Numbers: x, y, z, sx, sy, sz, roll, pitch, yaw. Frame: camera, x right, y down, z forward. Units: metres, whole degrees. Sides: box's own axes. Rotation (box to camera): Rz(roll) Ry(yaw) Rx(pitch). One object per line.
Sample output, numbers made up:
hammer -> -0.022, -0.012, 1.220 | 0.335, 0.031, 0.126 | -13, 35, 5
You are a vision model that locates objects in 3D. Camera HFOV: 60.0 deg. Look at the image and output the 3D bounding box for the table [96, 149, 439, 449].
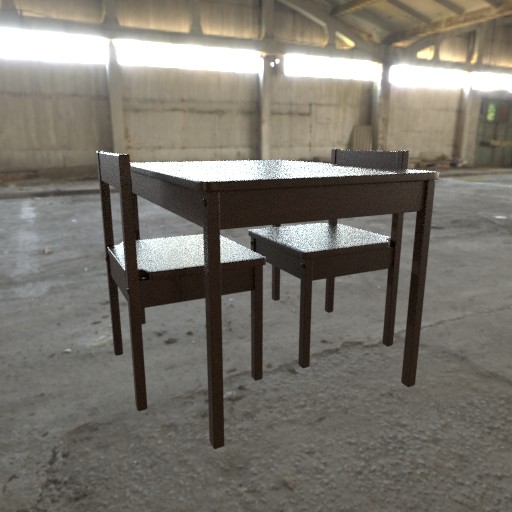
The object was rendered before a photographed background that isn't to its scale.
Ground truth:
table -> 0.000, 0.000, 1.091 | 0.672, 0.503, 0.650 | -7, 16, -25
